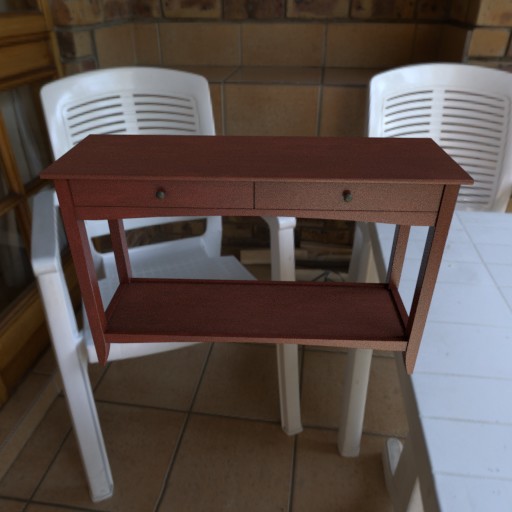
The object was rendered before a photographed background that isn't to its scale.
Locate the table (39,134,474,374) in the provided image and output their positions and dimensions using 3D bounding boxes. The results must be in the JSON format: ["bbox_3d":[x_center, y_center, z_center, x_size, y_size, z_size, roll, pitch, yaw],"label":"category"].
[{"bbox_3d":[0.000,0.000,1.562,1.188,0.739,0.392,1,31,2],"label":"table"}]
